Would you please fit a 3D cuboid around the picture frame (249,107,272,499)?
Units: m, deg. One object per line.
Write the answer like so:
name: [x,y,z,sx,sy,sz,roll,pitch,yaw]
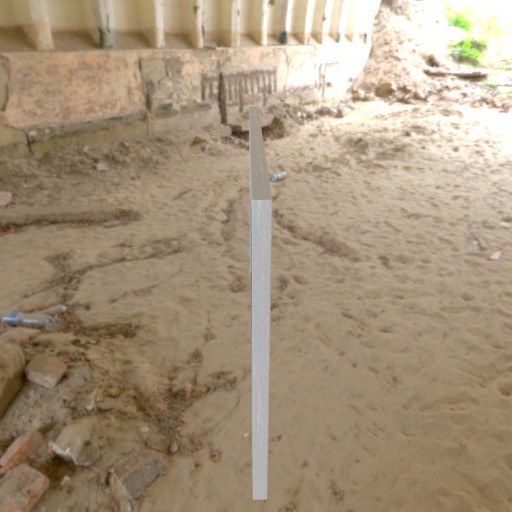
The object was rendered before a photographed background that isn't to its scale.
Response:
picture frame: [0.000,0.000,1.188,0.029,0.640,0.950,0,26,-1]
